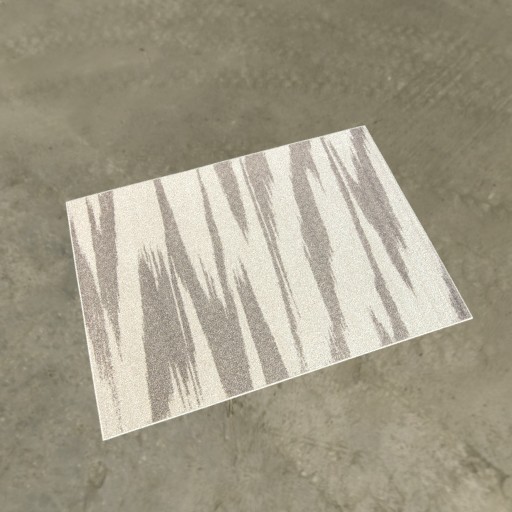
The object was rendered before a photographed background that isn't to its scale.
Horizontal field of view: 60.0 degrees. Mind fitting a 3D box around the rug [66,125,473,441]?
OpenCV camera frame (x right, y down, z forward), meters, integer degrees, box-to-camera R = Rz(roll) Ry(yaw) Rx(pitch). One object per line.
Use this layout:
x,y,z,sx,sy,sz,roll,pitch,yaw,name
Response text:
0.000,0.000,2.730,2.142,0.010,1.533,-16,65,-8,rug
